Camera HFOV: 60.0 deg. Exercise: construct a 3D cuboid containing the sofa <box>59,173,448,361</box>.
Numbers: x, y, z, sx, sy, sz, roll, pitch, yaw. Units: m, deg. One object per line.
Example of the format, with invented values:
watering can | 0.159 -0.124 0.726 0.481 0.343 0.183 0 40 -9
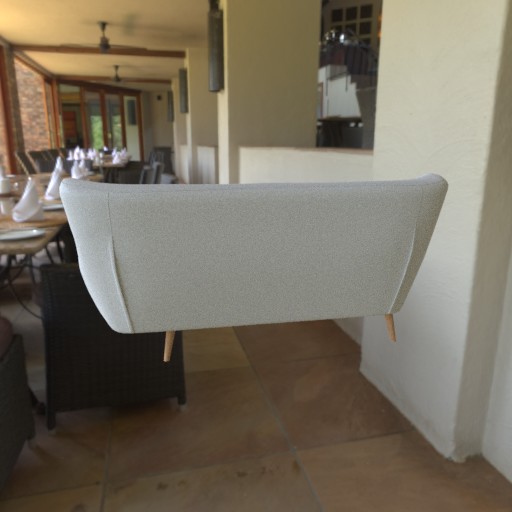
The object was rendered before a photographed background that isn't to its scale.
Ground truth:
sofa | 0.000 0.000 2.409 1.930 0.890 0.899 -3 14 -10
